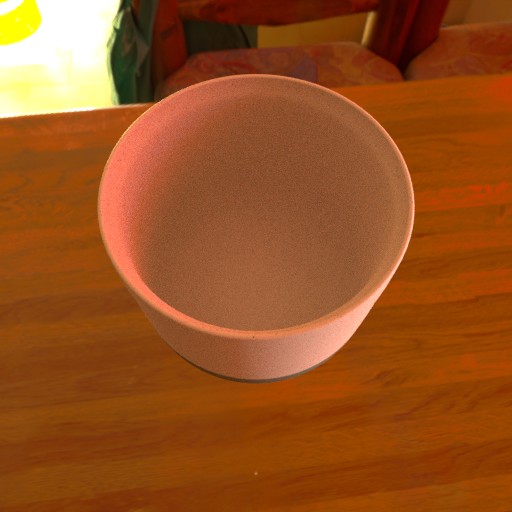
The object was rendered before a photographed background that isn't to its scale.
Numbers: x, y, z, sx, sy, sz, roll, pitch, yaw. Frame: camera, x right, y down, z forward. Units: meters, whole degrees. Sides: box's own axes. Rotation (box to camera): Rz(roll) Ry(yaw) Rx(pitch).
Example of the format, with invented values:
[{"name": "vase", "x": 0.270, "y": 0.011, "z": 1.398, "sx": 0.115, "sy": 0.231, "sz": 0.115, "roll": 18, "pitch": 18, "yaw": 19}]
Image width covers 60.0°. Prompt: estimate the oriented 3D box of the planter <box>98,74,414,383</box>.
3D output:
[{"name": "planter", "x": 0.000, "y": 0.000, "z": 0.496, "sx": 0.268, "sy": 0.270, "sz": 0.268, "roll": 0, "pitch": 64, "yaw": 0}]
